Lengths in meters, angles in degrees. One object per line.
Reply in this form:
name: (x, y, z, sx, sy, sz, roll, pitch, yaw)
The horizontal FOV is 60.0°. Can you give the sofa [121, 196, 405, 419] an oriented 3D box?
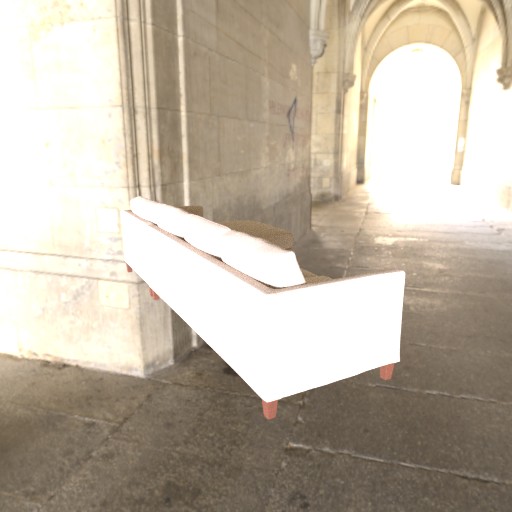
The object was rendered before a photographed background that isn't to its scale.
sofa: (0.000, 0.000, 3.873, 1.625, 0.861, 3.186, -8, 16, -28)
